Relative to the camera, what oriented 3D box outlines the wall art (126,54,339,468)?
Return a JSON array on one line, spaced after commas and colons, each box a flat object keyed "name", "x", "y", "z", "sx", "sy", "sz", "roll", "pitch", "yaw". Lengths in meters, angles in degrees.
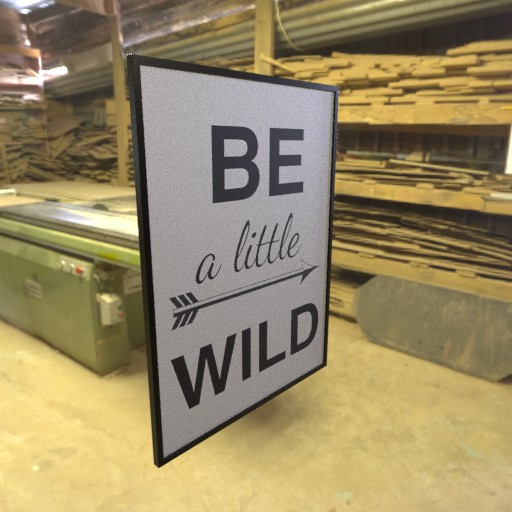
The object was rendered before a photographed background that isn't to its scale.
[{"name": "wall art", "x": 0.000, "y": 0.000, "z": 0.761, "sx": 0.013, "sy": 0.582, "sz": 0.442, "roll": 13, "pitch": 20, "yaw": 42}]
